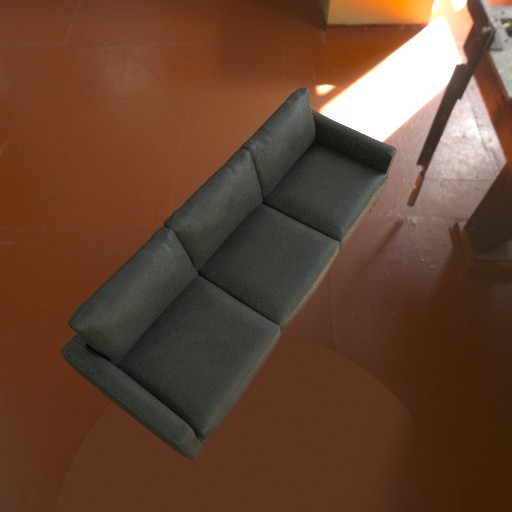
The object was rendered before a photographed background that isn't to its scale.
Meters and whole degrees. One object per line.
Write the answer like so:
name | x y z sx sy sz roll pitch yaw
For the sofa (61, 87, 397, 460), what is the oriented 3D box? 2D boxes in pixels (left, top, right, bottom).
sofa | 0.000 0.000 2.430 0.748 0.805 2.029 31 63 17
